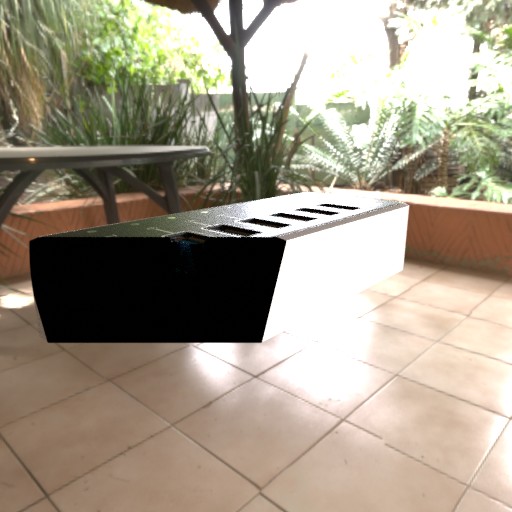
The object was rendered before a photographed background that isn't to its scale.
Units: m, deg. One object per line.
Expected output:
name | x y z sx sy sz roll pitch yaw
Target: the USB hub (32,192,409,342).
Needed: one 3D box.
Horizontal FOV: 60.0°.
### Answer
USB hub | 0.000 0.000 0.127 0.044 0.023 0.110 14 21 40
